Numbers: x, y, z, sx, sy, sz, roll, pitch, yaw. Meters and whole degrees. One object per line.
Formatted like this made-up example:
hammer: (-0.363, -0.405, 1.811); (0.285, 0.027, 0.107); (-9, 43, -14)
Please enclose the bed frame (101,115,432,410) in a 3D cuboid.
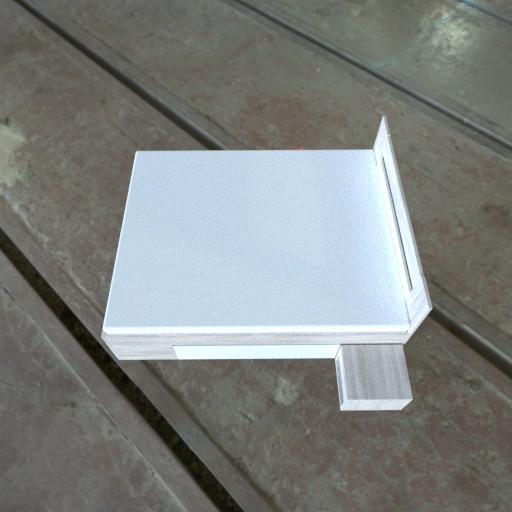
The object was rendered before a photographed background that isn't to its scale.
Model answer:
bed frame: (0.000, 0.000, 3.286); (2.050, 0.860, 2.040); (0, 58, 0)
